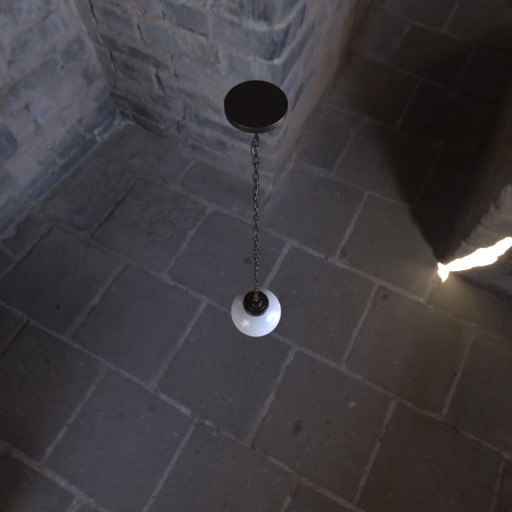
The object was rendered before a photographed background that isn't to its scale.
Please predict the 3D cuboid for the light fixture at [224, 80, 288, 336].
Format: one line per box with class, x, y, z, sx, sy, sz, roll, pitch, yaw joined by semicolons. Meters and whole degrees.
light fixture;0.000;0.000;2.020;0.305;1.867;0.304;-17;65;-8
